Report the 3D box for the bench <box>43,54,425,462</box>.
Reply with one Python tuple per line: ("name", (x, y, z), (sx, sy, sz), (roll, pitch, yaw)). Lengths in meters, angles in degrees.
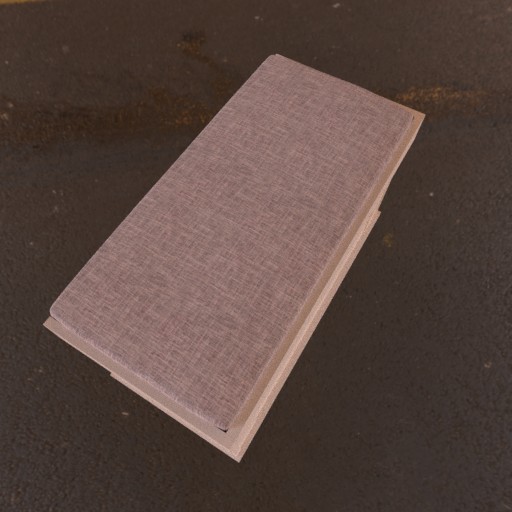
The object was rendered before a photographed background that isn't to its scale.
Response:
("bench", (0.000, 0.000, 0.981), (0.362, 0.461, 0.734), (28, 66, 14))
